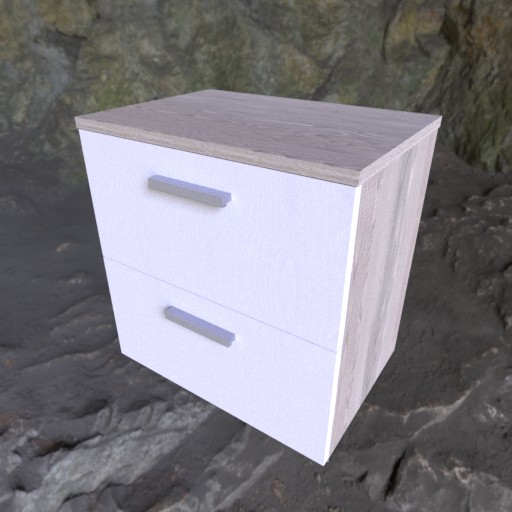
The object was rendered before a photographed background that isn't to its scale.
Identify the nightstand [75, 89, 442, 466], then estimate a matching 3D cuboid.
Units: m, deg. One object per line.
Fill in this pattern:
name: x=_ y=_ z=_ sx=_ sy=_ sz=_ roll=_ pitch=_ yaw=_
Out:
nightstand: x=0.000 y=0.000 z=0.756 sx=0.442 sy=0.461 sz=0.325 roll=18 pitch=34 yaw=29
